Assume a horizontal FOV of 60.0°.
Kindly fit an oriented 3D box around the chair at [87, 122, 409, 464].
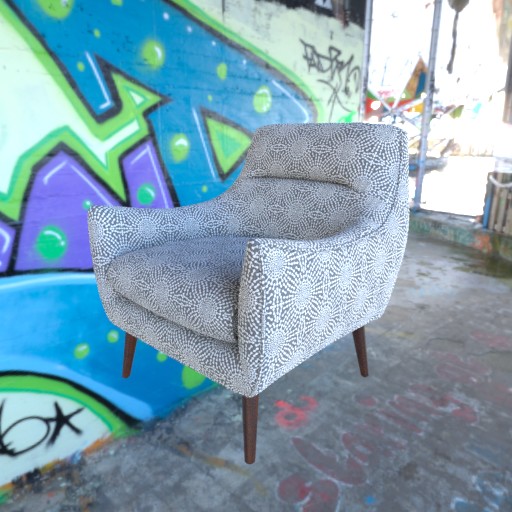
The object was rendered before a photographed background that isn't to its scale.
[{"bbox_3d":[0.000,0.000,1.442,0.762,0.838,0.787,14,21,41],"label":"chair"}]
